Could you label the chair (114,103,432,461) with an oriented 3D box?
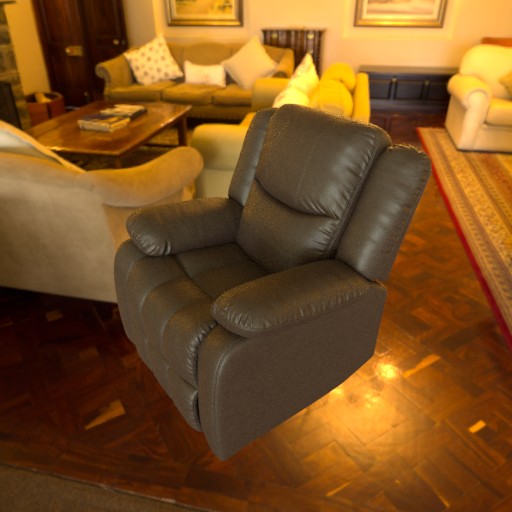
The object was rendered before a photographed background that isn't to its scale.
[{"bbox_3d":[0.000,0.000,1.720,0.934,1.009,0.899,-21,36,-31],"label":"chair"}]
